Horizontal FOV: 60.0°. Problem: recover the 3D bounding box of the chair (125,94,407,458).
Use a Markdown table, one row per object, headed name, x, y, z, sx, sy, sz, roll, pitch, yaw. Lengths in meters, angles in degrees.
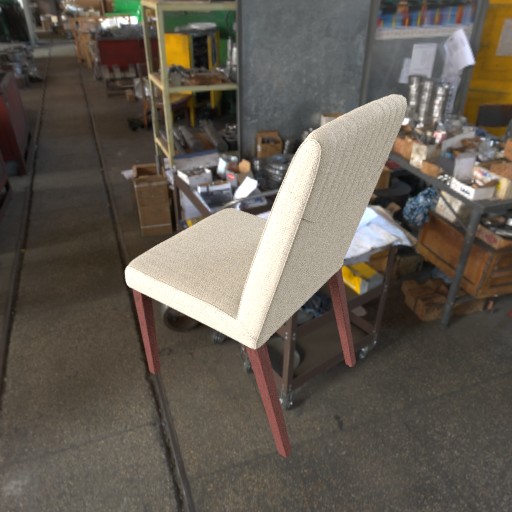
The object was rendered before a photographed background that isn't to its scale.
| name | x | y | z | sx | sy | sz | roll | pitch | yaw |
| --- | --- | --- | --- | --- | --- | --- | --- | --- | --- |
| chair | 0.000 | 0.000 | 1.257 | 0.594 | 0.900 | 0.480 | 21 | 37 | 30 |
